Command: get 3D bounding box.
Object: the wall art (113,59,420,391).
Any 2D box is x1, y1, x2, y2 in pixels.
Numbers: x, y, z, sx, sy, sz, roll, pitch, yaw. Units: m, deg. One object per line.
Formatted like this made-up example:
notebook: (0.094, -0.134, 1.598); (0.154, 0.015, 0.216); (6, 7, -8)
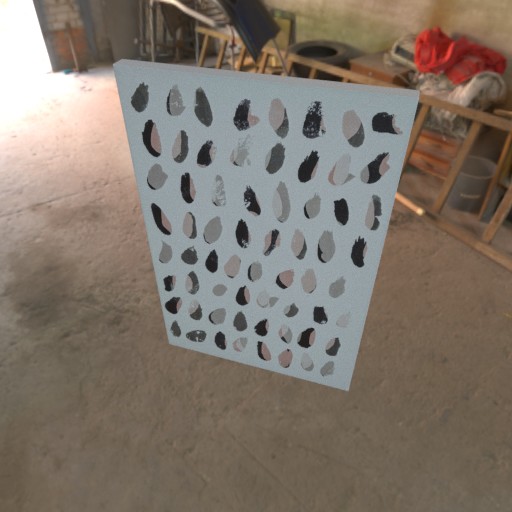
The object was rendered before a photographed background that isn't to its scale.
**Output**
wall art: (0.000, 0.000, 1.156); (0.610, 0.916, 0.037); (12, 42, 13)
